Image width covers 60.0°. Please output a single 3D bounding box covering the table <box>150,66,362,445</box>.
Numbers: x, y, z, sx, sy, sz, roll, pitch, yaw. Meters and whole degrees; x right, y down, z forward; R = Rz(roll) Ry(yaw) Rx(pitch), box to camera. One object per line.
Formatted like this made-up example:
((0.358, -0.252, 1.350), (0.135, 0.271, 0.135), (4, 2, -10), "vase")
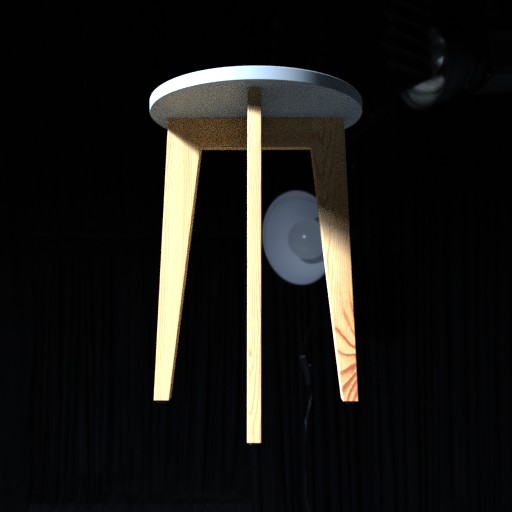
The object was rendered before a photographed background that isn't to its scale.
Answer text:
((0.000, 0.000, 0.755), (0.350, 0.500, 0.350), (0, 1, 0), "table")
